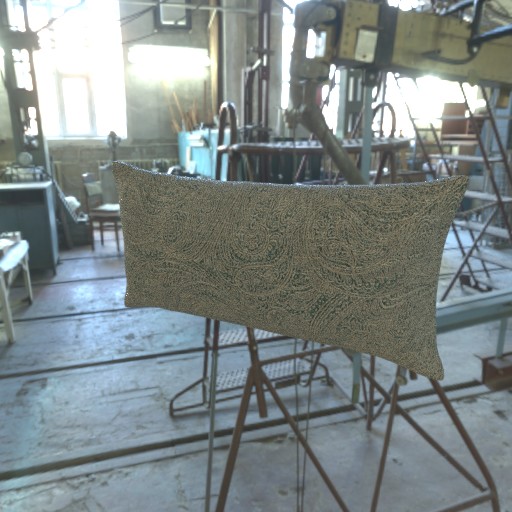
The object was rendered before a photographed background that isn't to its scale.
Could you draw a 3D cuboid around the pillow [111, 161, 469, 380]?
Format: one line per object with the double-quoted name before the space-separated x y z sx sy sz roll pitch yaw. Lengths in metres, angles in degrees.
"pillow" 0.000 0.000 0.742 0.615 0.295 0.151 8 17 27
